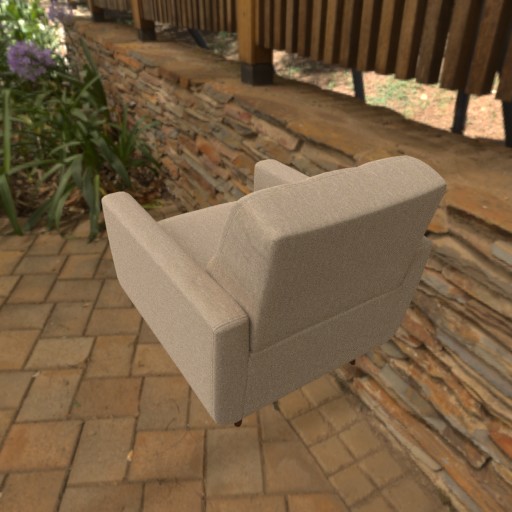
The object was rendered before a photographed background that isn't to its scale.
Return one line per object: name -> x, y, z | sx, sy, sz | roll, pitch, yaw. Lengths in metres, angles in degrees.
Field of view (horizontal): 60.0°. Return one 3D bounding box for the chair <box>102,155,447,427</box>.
chair -> 0.000, 0.000, 1.790 | 0.897, 0.965, 1.128 | -19, 36, -28
